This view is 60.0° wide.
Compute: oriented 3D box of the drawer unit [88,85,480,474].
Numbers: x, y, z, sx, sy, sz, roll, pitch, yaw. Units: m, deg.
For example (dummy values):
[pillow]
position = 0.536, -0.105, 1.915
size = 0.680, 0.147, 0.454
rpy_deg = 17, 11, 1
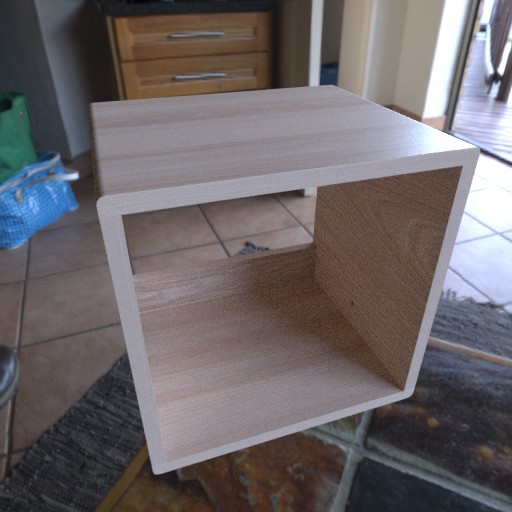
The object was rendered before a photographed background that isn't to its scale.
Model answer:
[drawer unit]
position = 0.000, 0.000, 0.572
size = 0.344, 0.344, 0.290
rpy_deg = -10, 34, -16
